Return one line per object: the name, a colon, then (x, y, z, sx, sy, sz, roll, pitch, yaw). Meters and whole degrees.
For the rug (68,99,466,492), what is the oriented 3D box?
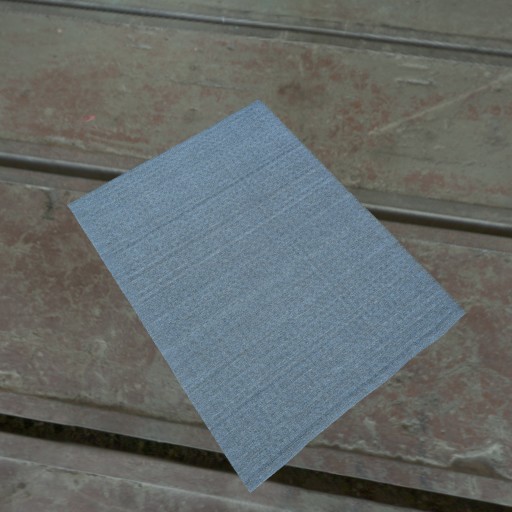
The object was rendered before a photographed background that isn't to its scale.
rug: (0.000, 0.000, 4.262, 2.443, 0.007, 3.200, -33, 69, -15)
